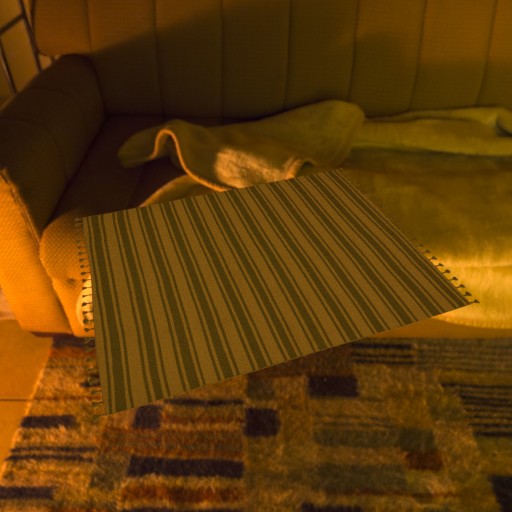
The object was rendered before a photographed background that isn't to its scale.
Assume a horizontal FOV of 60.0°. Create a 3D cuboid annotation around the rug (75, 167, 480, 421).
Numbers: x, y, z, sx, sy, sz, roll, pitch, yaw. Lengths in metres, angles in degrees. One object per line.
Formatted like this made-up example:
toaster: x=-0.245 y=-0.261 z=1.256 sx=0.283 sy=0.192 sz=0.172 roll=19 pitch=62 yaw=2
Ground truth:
rug: x=0.000 y=0.000 z=4.211 sx=3.201 sy=0.005 sz=2.439 roll=-13 pitch=42 yaw=-15
